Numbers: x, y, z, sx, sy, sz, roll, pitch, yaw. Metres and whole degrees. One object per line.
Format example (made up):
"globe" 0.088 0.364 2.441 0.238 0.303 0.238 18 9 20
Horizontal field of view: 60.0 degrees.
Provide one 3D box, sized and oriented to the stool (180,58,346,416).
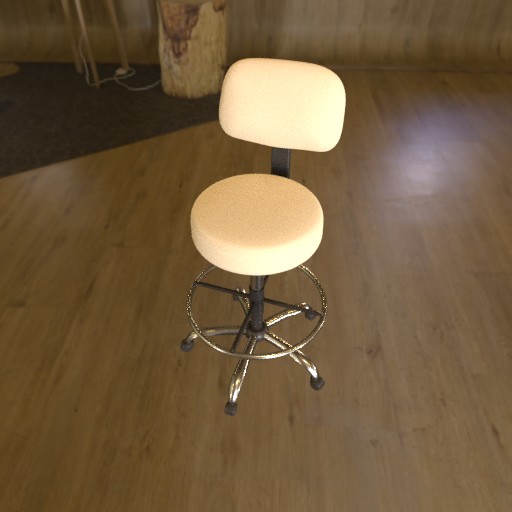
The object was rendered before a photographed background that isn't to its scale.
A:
"stool" 0.000 0.000 1.484 0.609 1.080 0.616 13 44 14
